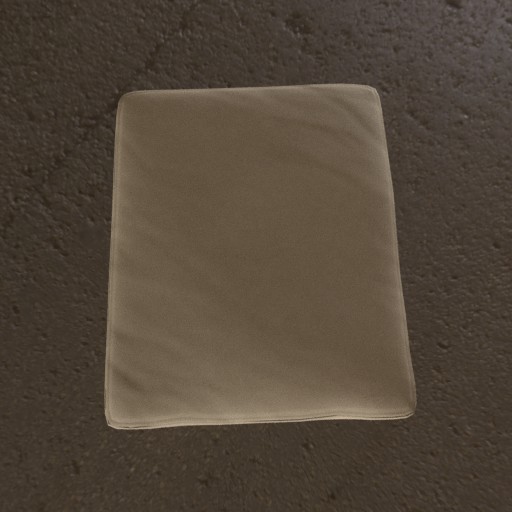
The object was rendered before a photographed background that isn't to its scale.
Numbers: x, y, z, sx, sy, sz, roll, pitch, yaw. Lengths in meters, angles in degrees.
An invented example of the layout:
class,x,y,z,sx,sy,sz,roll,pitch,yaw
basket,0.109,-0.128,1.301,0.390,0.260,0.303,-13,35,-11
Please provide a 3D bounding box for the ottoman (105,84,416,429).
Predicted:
class,x,y,z,sx,sy,sz,roll,pitch,yaw
ottoman,0.000,0.000,1.450,0.836,0.492,1.002,-2,76,-1
